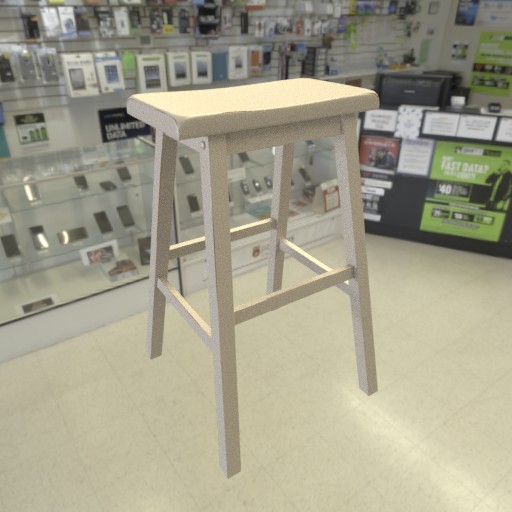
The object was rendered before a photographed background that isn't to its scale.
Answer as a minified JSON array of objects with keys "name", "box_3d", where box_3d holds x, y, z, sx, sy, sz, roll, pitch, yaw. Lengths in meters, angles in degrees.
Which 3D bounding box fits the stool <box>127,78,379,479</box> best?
[{"name":"stool","box_3d":[0.000,0.000,1.053,0.457,0.737,0.476,-18,34,-29]}]
